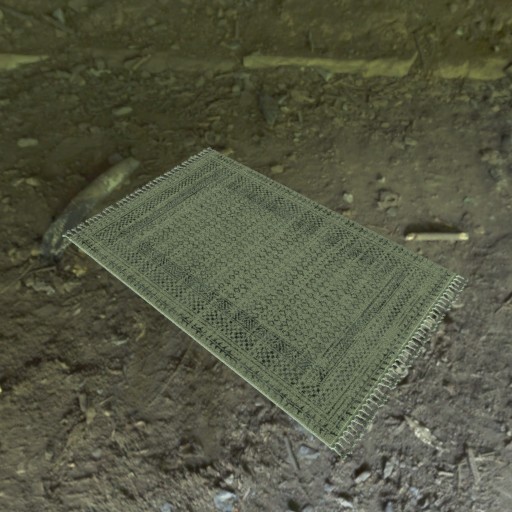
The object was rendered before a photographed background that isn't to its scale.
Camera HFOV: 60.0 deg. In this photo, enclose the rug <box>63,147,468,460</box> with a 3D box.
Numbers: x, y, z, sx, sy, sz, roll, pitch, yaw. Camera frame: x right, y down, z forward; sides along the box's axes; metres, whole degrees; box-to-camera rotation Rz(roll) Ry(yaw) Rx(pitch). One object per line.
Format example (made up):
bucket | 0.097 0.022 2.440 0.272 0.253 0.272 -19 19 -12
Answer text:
rug | 0.000 0.000 3.127 2.486 0.013 1.548 32 54 27
